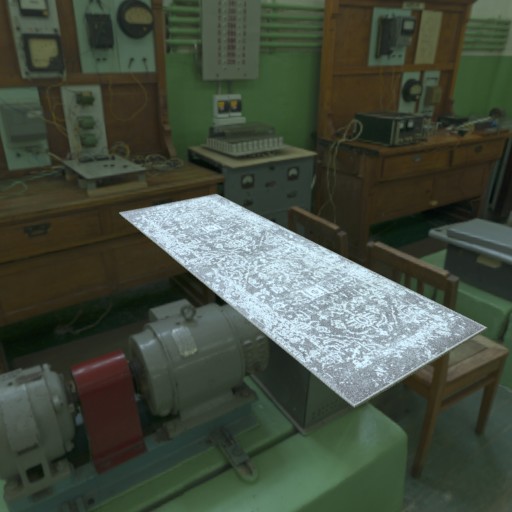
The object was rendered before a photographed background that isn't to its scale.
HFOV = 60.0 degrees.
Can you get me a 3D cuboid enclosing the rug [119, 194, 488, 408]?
[{"bbox_3d":[0.000,0.000,2.685,0.855,0.017,2.452,-16,30,-31],"label":"rug"}]
